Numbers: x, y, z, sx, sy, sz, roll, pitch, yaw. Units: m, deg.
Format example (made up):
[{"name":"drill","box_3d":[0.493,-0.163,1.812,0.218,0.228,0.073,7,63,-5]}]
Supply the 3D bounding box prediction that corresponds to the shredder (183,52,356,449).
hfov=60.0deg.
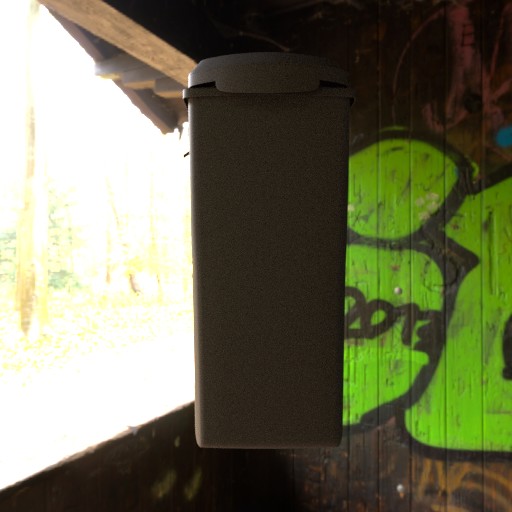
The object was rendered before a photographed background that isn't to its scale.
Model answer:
[{"name":"shredder","box_3d":[0.000,0.000,0.505,0.170,0.335,0.320,0,-1,0]}]
